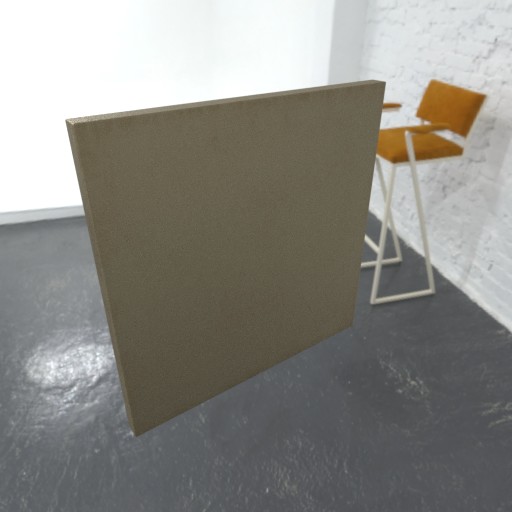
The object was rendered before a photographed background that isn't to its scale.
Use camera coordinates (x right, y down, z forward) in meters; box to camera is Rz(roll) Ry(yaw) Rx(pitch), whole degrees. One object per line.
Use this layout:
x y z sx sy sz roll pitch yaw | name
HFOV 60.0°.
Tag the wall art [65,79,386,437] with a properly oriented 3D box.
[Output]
0.000 0.000 0.737 0.503 0.506 0.030 -19 35 -30 | wall art
